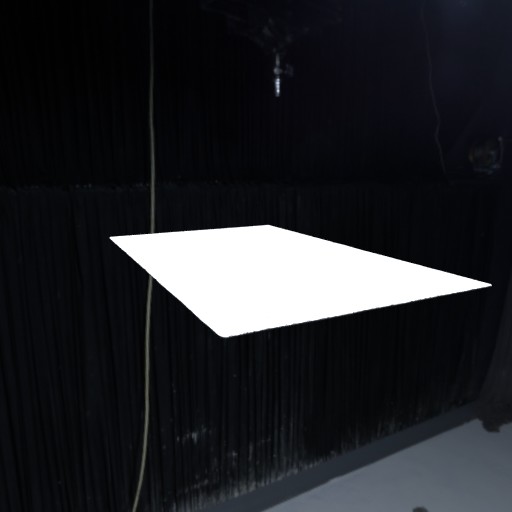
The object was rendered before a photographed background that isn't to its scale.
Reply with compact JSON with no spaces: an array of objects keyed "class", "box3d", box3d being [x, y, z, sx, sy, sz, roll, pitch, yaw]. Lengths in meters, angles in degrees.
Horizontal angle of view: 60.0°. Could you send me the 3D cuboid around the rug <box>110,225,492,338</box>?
[{"class":"rug","box3d":[0.000,0.000,3.033,1.546,0.010,2.442,-6,14,-27]}]
